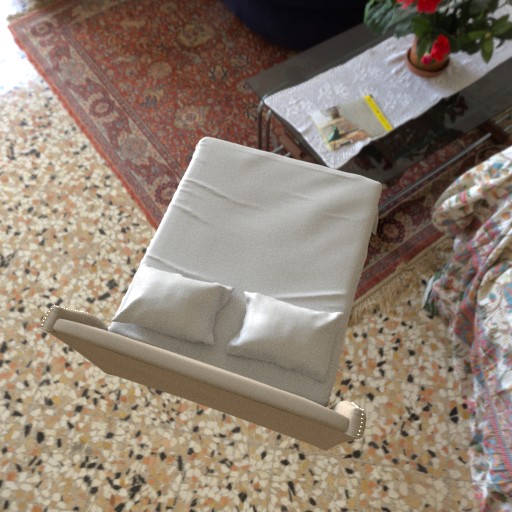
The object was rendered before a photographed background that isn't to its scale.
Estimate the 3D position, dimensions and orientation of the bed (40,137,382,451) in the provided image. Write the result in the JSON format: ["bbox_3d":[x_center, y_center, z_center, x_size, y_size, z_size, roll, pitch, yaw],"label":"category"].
[{"bbox_3d":[0.000,0.000,3.463,1.925,1.332,2.276,17,65,8],"label":"bed"}]
